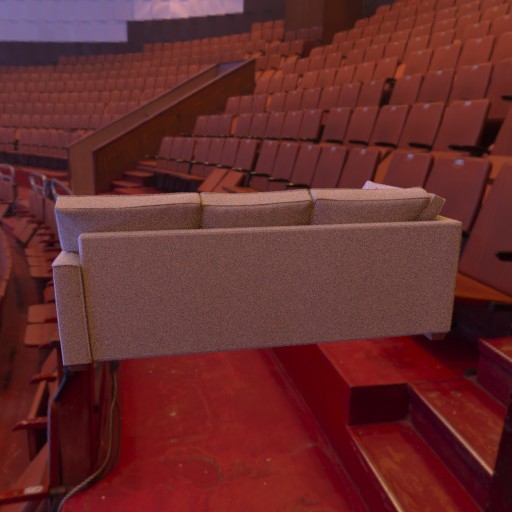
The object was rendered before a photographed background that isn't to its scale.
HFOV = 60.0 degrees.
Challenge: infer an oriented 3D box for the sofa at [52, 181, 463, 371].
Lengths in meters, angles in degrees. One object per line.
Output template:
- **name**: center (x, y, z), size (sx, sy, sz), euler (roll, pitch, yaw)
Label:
- **sofa**: center (0.000, 0.000, 2.969), size (2.317, 0.962, 1.061), euler (-3, 15, -10)
